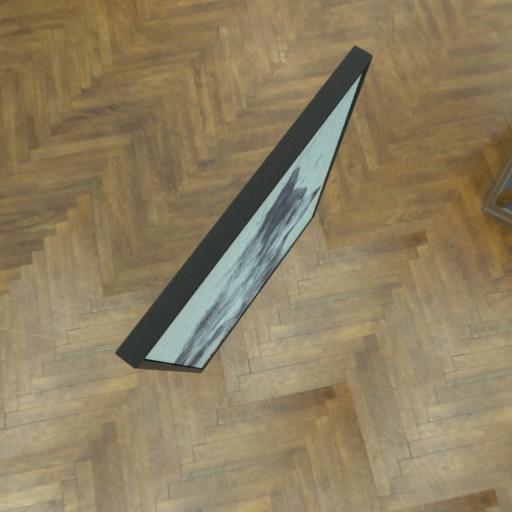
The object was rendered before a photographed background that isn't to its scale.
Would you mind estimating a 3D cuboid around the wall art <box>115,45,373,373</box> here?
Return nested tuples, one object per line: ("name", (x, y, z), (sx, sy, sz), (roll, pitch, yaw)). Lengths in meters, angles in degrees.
("wall art", (0.000, 0.000, 0.755), (0.028, 0.551, 0.451), (35, 77, 9))
